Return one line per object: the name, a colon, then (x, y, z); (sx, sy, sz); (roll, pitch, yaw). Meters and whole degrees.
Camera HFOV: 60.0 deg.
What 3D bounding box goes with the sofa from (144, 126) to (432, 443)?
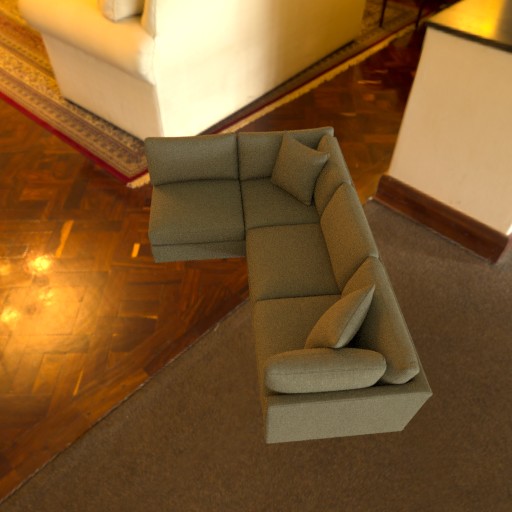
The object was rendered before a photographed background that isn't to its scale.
sofa: (0.000, 0.000, 3.851); (1.994, 0.978, 2.896); (-4, 48, -4)
